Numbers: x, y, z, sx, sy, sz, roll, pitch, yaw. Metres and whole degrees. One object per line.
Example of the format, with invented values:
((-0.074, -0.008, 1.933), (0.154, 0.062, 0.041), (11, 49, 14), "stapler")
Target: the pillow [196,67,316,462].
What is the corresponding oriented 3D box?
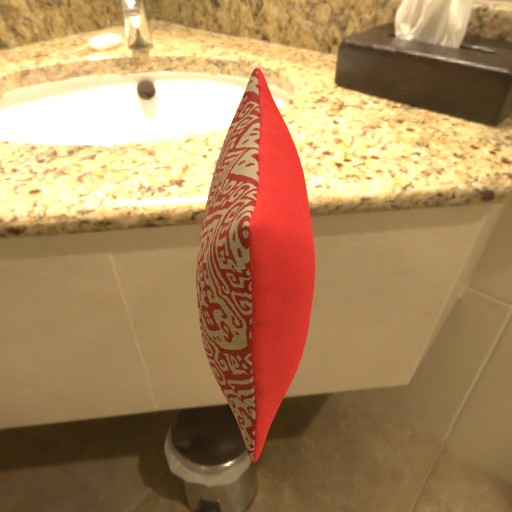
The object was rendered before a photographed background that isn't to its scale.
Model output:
((0.000, 0.000, 0.801), (0.192, 0.507, 0.522), (1, 40, 1), "pillow")
